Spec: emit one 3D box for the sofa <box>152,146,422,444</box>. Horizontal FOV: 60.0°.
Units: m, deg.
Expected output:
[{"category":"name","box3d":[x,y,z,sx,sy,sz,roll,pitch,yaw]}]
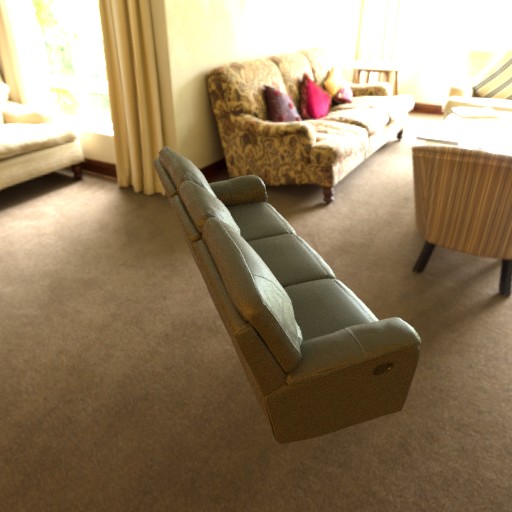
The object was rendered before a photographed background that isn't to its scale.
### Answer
[{"category":"sofa","box3d":[0.000,0.000,3.284,1.104,1.134,2.627,-10,32,-17]}]
